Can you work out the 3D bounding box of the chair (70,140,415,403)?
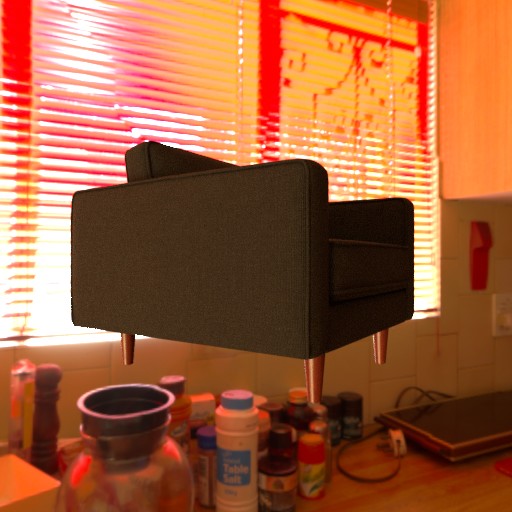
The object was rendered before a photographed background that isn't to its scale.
[{"bbox_3d":[0.000,0.000,1.583,0.919,0.770,0.899,0,-1,34],"label":"chair"}]
